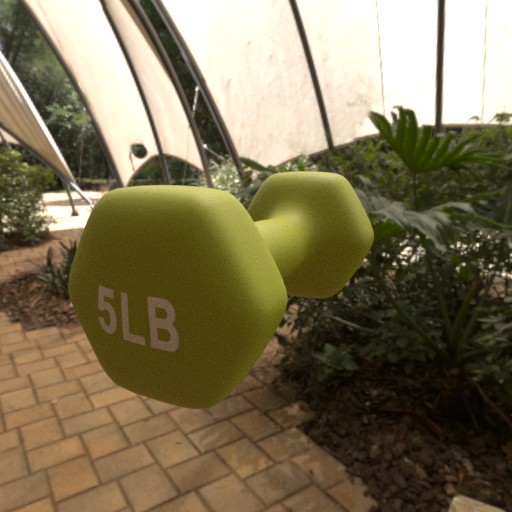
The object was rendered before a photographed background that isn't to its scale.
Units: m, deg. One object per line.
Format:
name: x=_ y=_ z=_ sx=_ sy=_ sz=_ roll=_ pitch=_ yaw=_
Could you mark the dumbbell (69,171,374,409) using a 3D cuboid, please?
dumbbell: x=0.000 y=0.000 z=0.205 sx=0.080 sy=0.072 sz=0.164 roll=7 pitch=15 yaw=27
